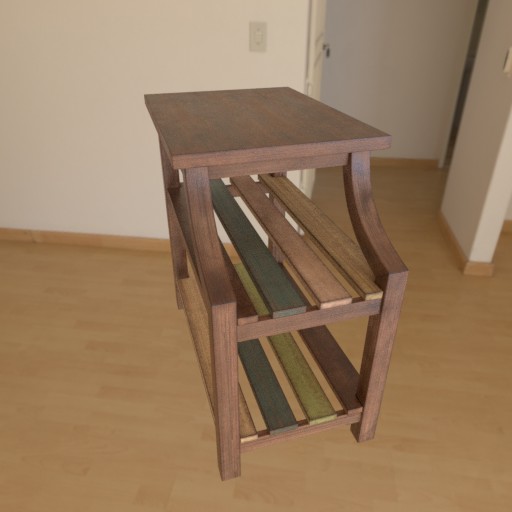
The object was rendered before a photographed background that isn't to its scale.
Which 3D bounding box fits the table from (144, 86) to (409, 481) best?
[{"bbox_3d":[0.000,0.000,0.963,0.356,0.584,0.609,-9,31,-15],"label":"table"}]
